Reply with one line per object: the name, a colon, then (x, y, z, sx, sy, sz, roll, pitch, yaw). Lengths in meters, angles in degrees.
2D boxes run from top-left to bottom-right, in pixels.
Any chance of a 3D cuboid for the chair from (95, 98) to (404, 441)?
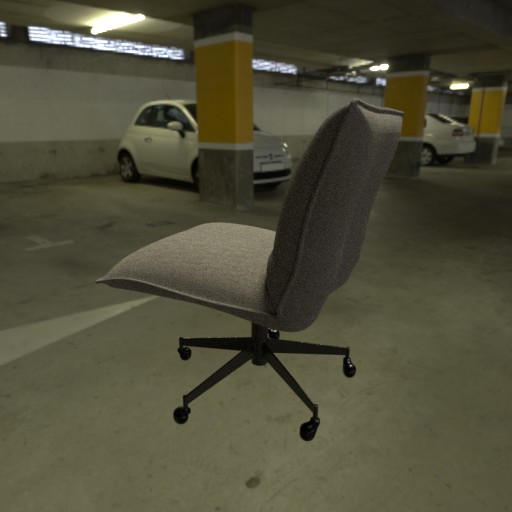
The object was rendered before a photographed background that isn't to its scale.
chair: (0.000, 0.000, 1.272, 0.696, 0.811, 0.597, 8, 18, 25)
